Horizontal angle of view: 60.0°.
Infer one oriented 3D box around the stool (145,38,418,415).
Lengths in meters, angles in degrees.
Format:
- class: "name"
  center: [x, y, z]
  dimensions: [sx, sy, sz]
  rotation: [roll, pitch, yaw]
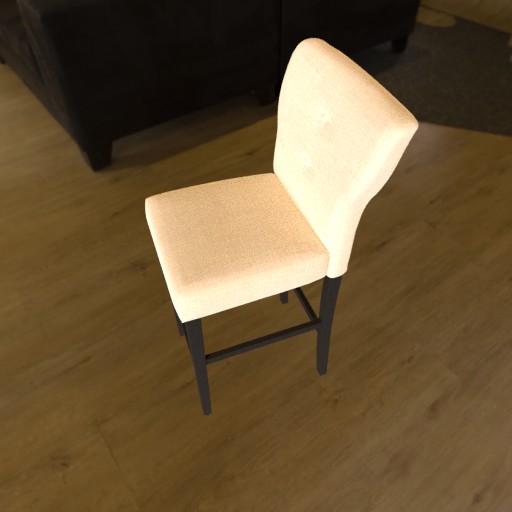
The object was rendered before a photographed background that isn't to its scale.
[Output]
- class: "stool"
  center: [0.000, 0.000, 1.436]
  dimensions: [0.603, 1.124, 0.516]
  rotation: [-15, 48, -14]
